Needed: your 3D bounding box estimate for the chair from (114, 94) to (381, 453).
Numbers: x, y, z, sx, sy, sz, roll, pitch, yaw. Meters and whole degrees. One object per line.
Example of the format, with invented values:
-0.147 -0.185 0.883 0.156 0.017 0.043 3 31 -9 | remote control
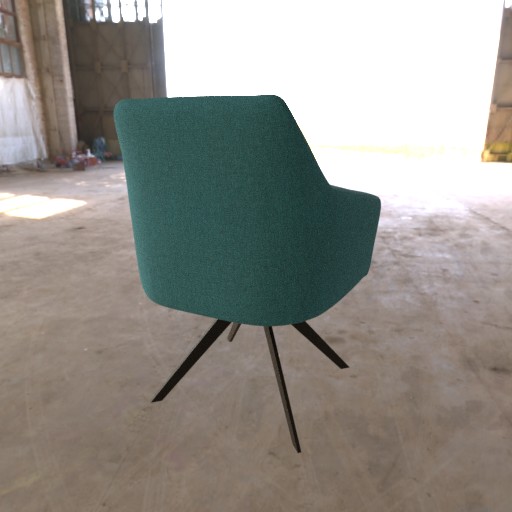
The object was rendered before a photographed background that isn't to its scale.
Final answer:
0.000 0.000 1.331 0.642 0.874 0.677 8 18 26 | chair
